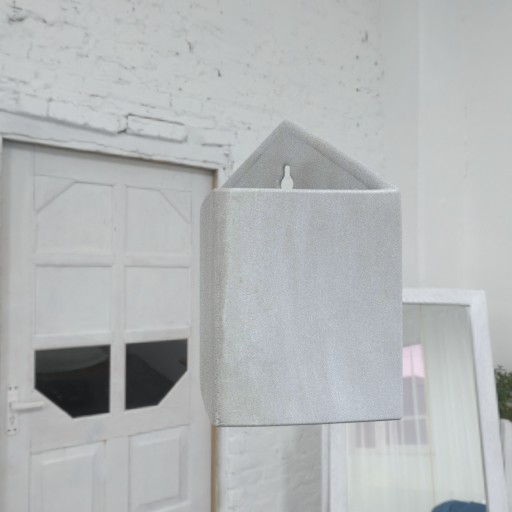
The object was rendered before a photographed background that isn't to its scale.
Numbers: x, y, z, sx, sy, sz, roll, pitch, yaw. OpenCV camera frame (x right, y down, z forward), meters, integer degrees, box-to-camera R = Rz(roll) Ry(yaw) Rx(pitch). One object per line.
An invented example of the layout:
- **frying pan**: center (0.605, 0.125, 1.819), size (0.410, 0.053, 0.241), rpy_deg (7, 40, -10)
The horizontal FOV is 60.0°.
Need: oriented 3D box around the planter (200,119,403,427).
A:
- **planter**: center (0.000, 0.000, 0.283), size (0.163, 0.194, 0.080), rpy_deg (-1, -1, 36)
